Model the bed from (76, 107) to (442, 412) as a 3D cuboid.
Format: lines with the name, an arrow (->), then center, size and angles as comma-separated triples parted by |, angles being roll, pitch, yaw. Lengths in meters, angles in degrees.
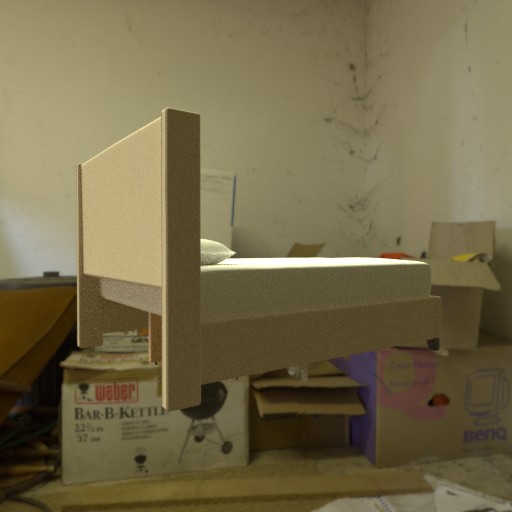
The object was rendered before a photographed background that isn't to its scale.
bed -> 0.000, 0.000, 3.506 | 2.293, 1.471, 1.778 | -1, 1, -35
